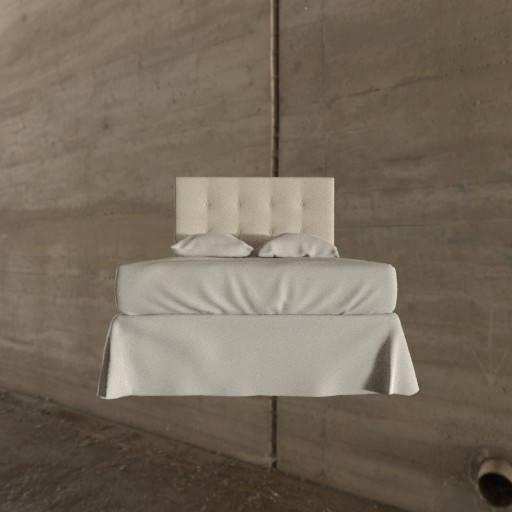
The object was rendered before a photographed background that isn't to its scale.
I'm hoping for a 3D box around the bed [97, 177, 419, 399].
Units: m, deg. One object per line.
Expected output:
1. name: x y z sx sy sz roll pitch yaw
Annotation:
1. bed: 0.000 0.000 3.545 1.936 1.577 2.222 0 1 -1
